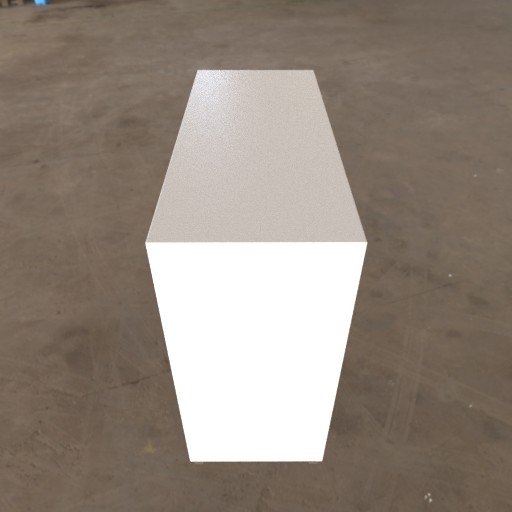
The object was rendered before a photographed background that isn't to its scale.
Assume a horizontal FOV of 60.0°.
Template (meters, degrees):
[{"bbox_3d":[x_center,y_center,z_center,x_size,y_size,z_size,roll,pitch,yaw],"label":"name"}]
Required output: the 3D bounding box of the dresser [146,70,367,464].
[{"bbox_3d":[0.000,0.000,1.658,0.460,1.000,1.100,0,40,0],"label":"dresser"}]
